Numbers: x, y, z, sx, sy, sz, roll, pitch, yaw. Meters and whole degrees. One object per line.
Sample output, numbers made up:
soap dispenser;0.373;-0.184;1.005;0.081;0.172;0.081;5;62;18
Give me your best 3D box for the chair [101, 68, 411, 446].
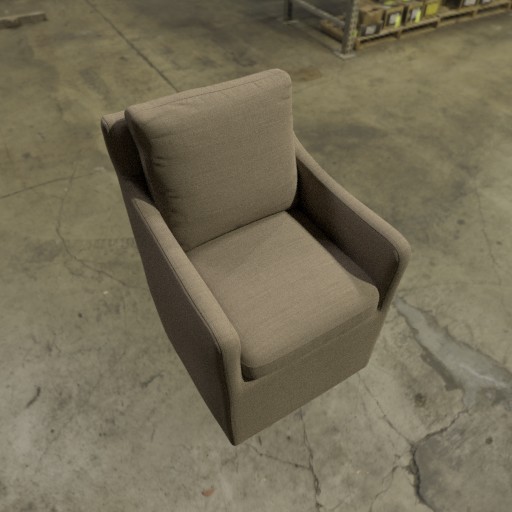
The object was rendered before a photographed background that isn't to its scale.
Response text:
chair;0.000;0.000;1.392;0.626;0.914;0.694;-24;51;-21
